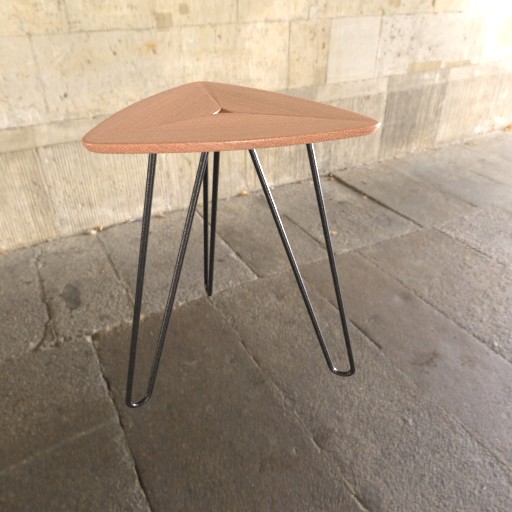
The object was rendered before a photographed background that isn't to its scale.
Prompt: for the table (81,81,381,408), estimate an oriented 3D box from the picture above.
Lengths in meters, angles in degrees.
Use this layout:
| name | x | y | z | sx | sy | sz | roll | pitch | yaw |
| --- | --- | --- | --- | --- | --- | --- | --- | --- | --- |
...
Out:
| name | x | y | z | sx | sy | sz | roll | pitch | yaw |
| --- | --- | --- | --- | --- | --- | --- | --- | --- | --- |
| table | 0.000 | 0.000 | 0.887 | 0.455 | 0.564 | 0.442 | 9 | 34 | 14 |
